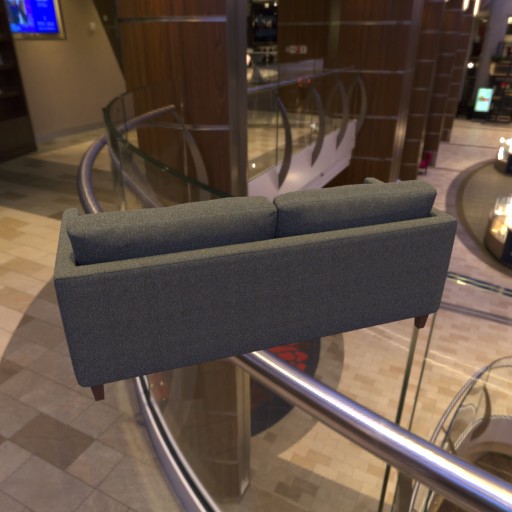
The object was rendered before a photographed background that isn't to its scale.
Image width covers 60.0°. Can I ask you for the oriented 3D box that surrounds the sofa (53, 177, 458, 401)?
[{"bbox_3d":[0.000,0.000,2.762,2.208,0.965,0.948,-9,28,-17],"label":"sofa"}]
